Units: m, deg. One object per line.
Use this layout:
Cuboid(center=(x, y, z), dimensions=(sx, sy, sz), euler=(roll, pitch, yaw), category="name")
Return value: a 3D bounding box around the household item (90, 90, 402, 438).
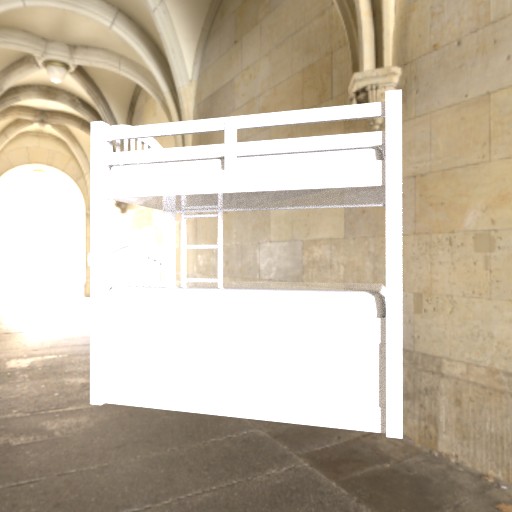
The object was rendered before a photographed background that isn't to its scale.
Cuboid(center=(0.000, 0.000, 3.295), dimensions=(2.032, 2.032, 1.143), euler=(0, 0, 17), category="household item")
